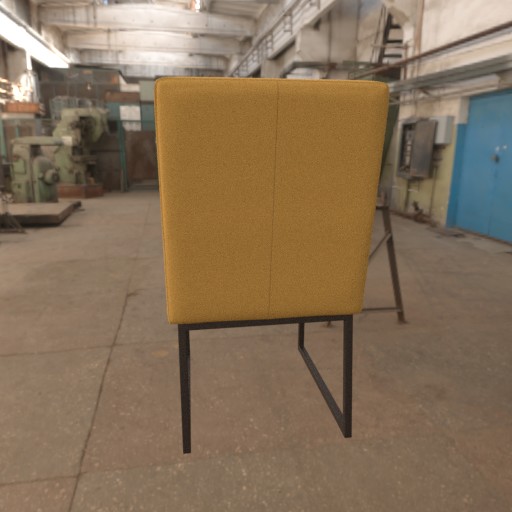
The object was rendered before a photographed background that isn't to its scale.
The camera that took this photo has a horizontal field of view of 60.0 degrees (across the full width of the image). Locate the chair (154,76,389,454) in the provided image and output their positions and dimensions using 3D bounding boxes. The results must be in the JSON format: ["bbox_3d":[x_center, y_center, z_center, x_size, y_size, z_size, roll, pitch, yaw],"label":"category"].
[{"bbox_3d":[0.000,0.000,1.329,0.520,0.930,0.634,-2,14,-8],"label":"chair"}]
